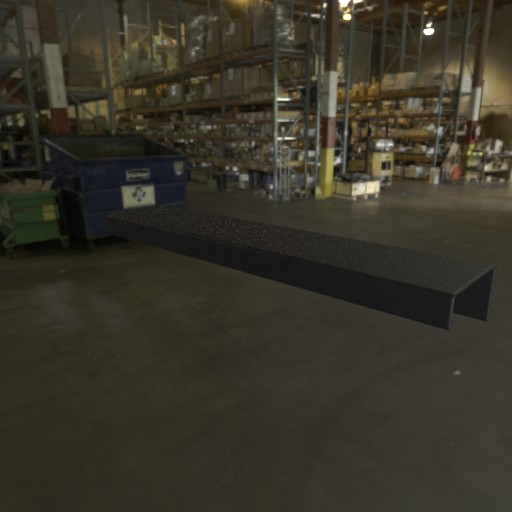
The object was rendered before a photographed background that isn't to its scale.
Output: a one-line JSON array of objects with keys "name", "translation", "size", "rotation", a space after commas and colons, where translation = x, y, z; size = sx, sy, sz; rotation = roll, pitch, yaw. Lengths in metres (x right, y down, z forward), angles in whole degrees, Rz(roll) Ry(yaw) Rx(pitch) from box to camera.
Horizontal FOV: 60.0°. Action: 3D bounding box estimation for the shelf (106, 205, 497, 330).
[{"name": "shelf", "translation": [0.000, 0.000, 0.490], "size": [0.456, 0.053, 0.102], "rotation": [14, 21, 41]}]
